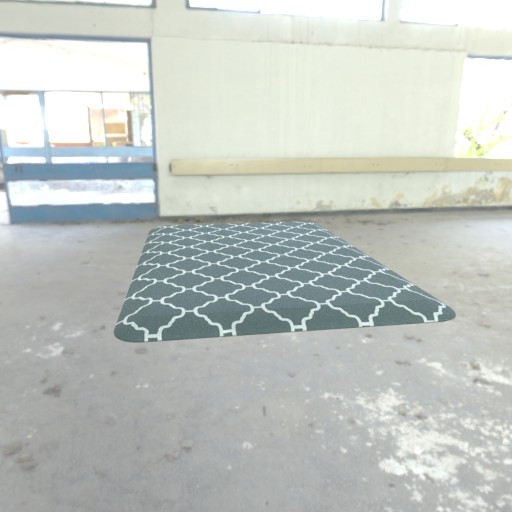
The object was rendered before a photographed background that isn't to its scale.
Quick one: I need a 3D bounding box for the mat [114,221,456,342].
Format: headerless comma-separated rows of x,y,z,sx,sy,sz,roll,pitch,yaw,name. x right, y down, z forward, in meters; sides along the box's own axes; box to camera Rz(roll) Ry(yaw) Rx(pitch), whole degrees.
0.000,0.000,0.977,0.508,0.021,0.762,-2,15,-9,mat
